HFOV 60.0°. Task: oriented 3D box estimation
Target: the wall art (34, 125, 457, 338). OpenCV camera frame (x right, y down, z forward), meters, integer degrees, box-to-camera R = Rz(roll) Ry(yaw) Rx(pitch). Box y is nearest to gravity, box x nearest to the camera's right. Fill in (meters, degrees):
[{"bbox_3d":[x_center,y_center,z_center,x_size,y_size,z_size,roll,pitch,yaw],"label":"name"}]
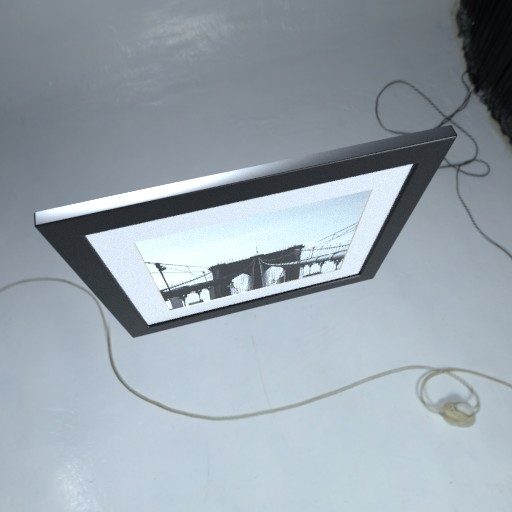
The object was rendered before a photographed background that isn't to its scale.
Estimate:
[{"bbox_3d":[0.000,0.000,0.733,0.521,0.450,0.018,-13,64,-6],"label":"wall art"}]
